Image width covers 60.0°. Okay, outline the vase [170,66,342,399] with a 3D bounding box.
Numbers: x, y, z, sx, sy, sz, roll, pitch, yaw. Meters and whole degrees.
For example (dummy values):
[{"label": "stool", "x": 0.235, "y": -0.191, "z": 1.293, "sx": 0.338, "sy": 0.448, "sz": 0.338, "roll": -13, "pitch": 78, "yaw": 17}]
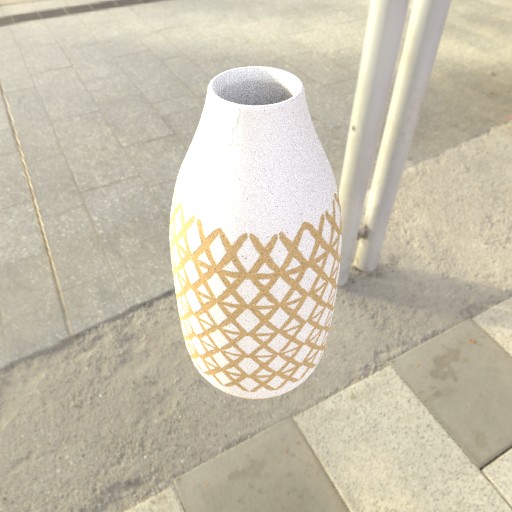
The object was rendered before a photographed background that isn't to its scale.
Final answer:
[{"label": "vase", "x": 0.000, "y": 0.000, "z": 0.483, "sx": 0.186, "sy": 0.380, "sz": 0.186, "roll": 0, "pitch": 45, "yaw": 0}]
